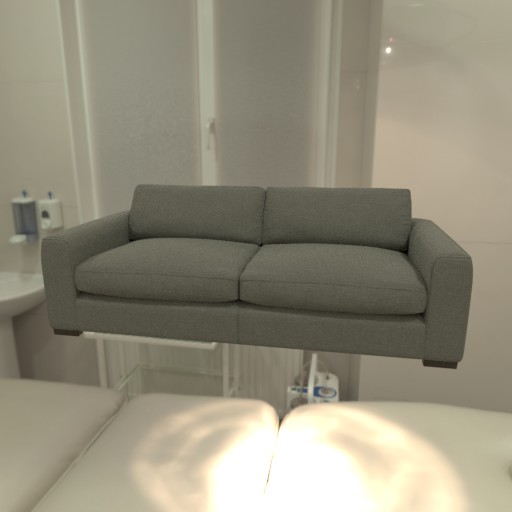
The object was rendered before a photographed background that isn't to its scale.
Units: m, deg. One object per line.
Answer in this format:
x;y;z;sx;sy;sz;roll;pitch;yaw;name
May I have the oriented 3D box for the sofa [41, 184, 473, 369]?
0.000;0.000;2.746;2.262;0.801;1.070;3;15;10;sofa
